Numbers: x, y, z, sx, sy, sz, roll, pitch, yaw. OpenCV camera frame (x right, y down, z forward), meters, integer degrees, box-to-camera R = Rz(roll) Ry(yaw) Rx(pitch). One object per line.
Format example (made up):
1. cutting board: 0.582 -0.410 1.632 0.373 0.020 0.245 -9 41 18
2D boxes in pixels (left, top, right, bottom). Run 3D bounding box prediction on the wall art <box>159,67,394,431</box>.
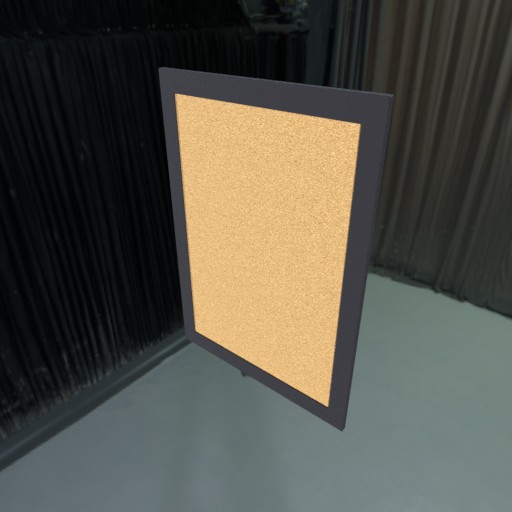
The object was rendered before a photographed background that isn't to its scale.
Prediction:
1. wall art: 0.000 0.000 0.706 0.374 0.529 0.012 22 36 33
